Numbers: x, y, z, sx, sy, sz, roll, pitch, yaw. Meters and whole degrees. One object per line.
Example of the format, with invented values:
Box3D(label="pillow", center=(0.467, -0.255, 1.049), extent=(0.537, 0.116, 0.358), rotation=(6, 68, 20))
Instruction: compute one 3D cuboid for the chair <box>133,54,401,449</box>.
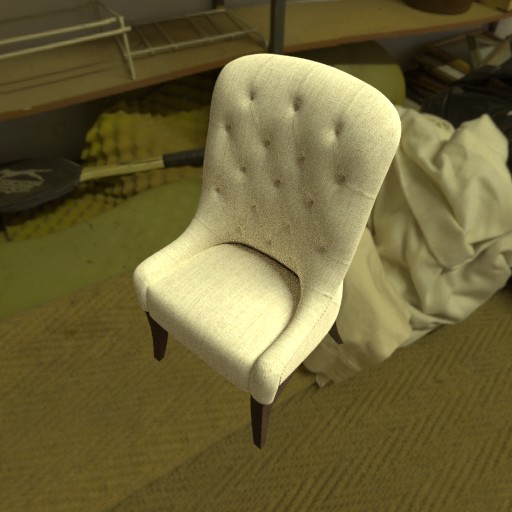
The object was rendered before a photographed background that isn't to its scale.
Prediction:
Box3D(label="chair", center=(0.000, 0.000, 1.475), extent=(0.634, 1.091, 0.629), rotation=(31, 53, 27))
